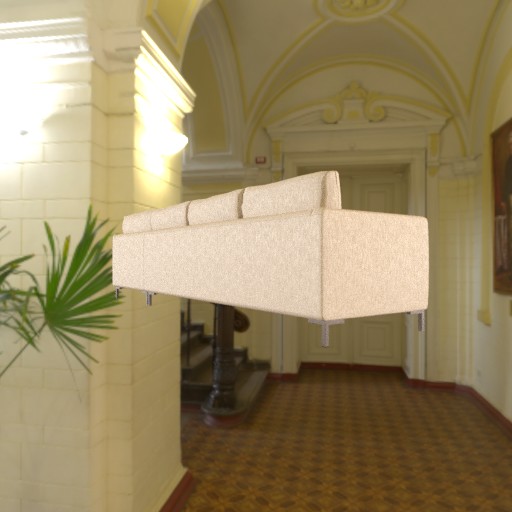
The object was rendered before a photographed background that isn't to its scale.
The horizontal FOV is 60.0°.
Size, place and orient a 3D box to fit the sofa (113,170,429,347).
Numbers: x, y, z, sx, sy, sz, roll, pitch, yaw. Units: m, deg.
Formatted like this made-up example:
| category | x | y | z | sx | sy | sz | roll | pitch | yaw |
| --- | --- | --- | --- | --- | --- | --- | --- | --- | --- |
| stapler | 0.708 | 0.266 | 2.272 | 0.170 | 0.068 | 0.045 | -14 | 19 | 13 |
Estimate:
| category | x | y | z | sx | sy | sz | roll | pitch | yaw |
| --- | --- | --- | --- | --- | --- | --- | --- | --- | --- |
| sofa | 0.000 | 0.000 | 3.233 | 1.258 | 0.755 | 2.731 | 0 | 0 | -35 |
